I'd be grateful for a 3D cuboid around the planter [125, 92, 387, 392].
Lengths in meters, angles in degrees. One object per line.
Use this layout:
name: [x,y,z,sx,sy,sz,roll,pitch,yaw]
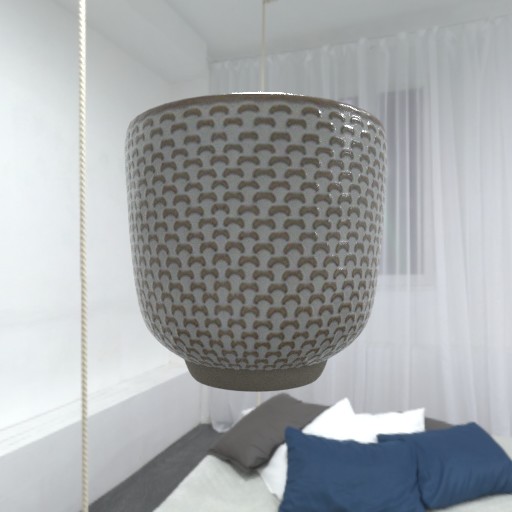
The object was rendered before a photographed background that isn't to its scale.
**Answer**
planter: [0.000,0.000,0.244,0.139,0.130,0.139,0,-1,0]
